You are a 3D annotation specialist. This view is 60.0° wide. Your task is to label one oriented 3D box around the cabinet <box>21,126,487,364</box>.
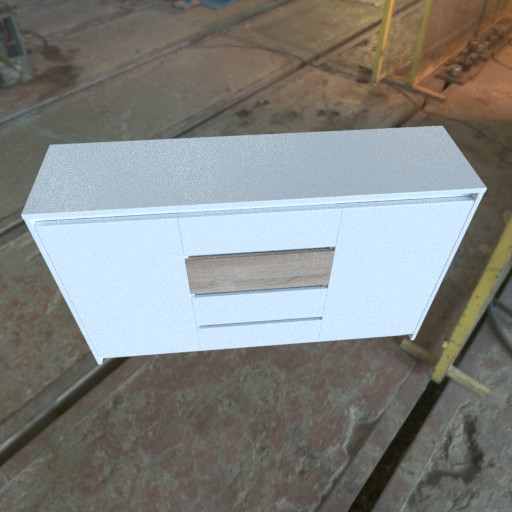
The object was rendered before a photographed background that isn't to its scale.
[{"bbox_3d":[0.000,0.000,1.832,1.450,0.900,0.380,-4,47,-3],"label":"cabinet"}]
